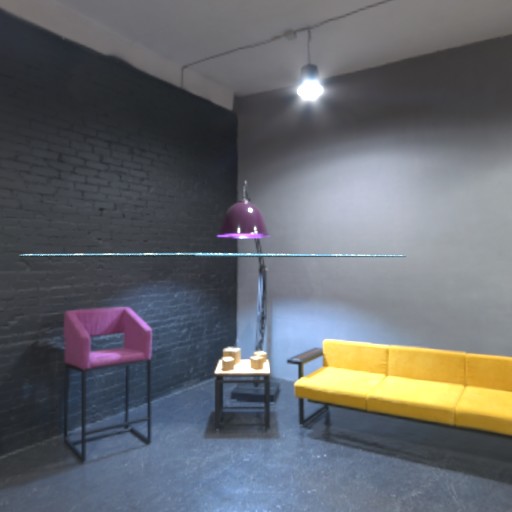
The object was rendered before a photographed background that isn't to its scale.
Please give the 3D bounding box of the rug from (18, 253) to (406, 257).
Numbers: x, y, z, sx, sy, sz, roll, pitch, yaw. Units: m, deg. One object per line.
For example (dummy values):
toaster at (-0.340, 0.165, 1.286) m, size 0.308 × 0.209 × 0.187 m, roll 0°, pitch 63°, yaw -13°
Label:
rug at (0.000, 0.000, 1.437) m, size 0.604 × 0.007 × 1.219 m, roll 0°, pitch 0°, yaw 35°
